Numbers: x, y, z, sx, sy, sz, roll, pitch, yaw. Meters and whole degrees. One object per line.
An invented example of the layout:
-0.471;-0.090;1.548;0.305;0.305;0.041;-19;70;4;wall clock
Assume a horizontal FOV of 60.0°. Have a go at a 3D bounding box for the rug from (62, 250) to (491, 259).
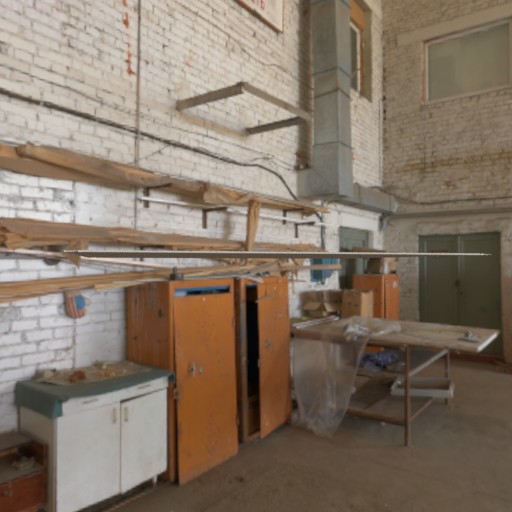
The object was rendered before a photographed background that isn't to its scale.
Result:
0.000;0.000;3.918;2.940;0.013;2.312;0;-1;-17;rug
